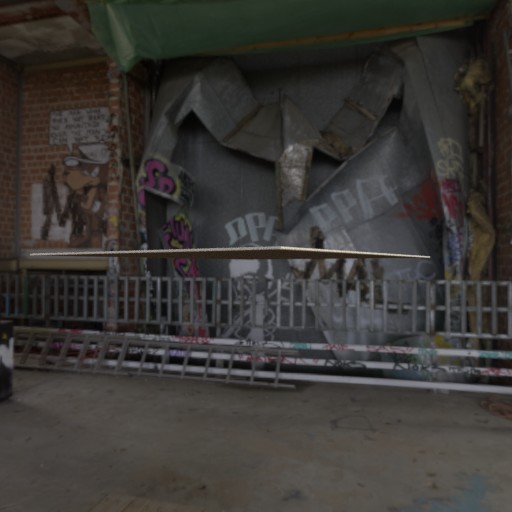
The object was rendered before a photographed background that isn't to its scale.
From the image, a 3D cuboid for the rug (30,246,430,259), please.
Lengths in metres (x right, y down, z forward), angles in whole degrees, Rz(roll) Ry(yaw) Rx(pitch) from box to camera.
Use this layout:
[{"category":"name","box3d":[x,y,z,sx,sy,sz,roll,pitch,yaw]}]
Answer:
[{"category":"rug","box3d":[0.000,0.000,4.216,2.441,0.015,3.050,-1,-2,35]}]
